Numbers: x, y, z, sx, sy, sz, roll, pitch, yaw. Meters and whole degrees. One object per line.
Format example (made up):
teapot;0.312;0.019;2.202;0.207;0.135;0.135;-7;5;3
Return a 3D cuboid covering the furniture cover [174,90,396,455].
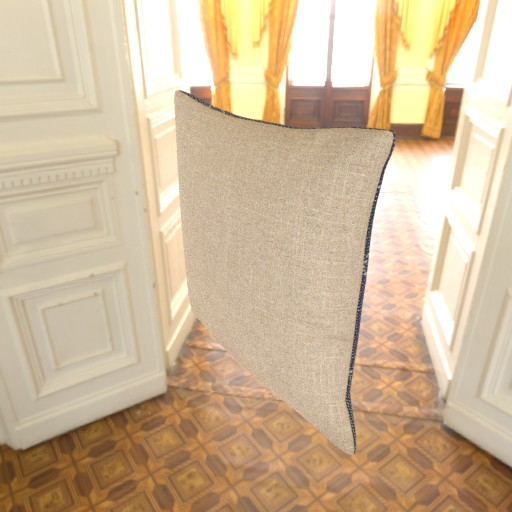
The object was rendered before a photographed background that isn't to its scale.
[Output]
furniture cover;0.000;0.000;0.767;0.162;0.503;0.511;-18;32;-32
